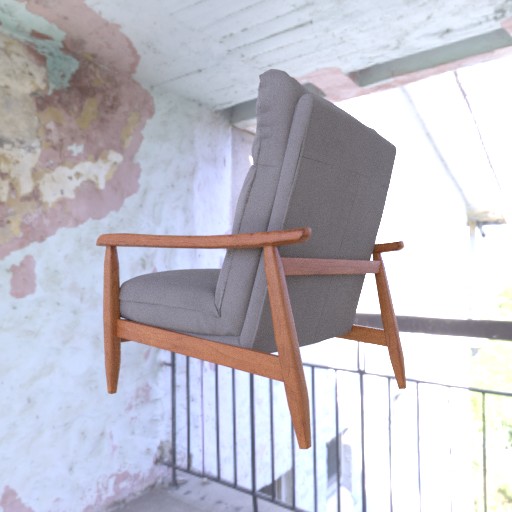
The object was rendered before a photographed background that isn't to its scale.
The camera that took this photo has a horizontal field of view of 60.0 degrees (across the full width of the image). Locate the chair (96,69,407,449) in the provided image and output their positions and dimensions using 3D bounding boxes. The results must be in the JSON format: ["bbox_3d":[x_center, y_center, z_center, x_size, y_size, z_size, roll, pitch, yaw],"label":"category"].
[{"bbox_3d":[0.000,0.000,1.532,0.816,0.922,0.782,-1,-2,38],"label":"chair"}]
